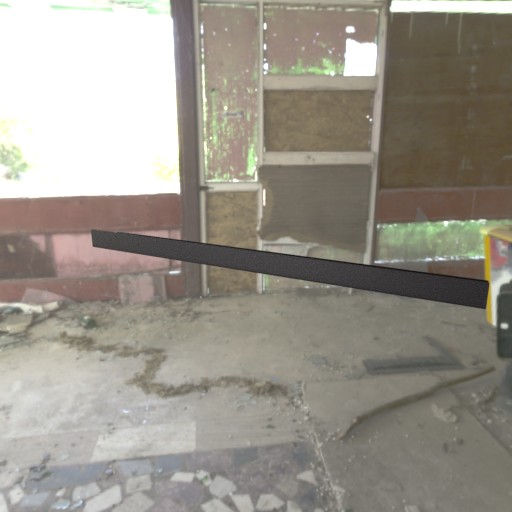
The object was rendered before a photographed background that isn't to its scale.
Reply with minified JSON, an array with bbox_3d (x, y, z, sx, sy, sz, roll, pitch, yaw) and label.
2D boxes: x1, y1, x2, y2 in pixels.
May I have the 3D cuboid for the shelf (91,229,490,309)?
[{"bbox_3d":[0.000,0.000,0.988,0.924,0.049,0.092,8,17,27],"label":"shelf"}]
